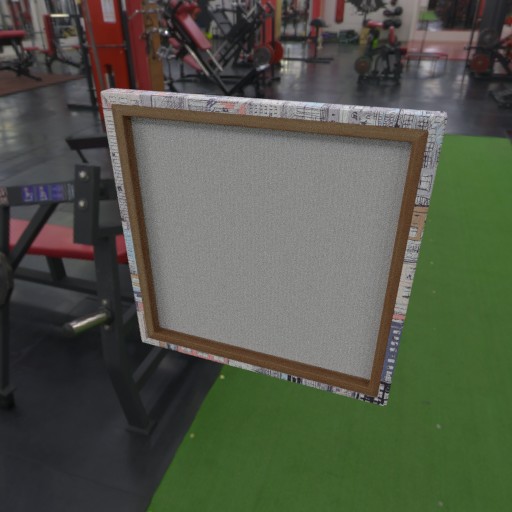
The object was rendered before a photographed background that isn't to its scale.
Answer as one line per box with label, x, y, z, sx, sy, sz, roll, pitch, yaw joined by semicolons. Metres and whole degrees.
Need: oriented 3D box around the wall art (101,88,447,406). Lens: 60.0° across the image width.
wall art;0.000;0.000;1.130;0.761;0.762;0.048;10;32;17
